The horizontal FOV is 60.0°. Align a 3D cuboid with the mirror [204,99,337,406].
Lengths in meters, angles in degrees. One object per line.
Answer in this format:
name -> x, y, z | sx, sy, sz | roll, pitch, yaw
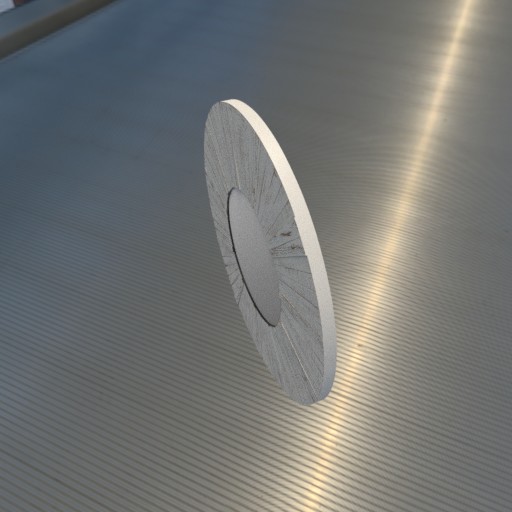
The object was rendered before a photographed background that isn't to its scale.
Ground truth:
mirror -> 0.000, 0.000, 1.358 | 0.038, 0.914, 0.914 | -17, 50, -15
